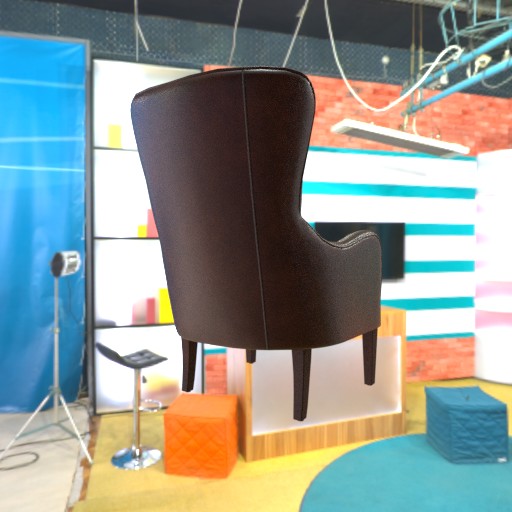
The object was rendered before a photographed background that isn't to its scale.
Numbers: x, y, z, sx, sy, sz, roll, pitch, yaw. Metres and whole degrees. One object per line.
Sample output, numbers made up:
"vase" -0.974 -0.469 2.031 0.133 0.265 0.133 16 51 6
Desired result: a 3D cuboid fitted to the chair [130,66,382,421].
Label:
"chair" 0.000 0.000 1.644 0.692 1.048 0.914 1 1 35
